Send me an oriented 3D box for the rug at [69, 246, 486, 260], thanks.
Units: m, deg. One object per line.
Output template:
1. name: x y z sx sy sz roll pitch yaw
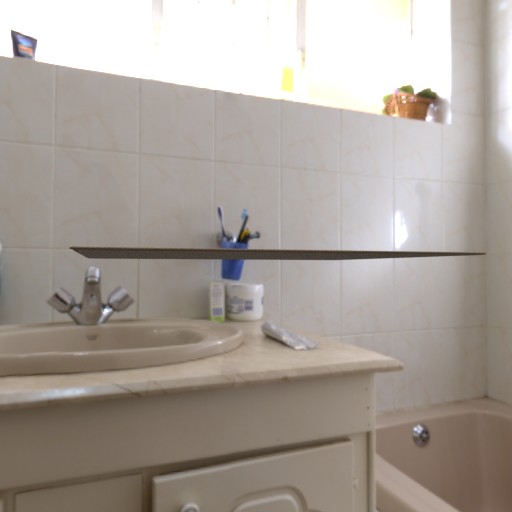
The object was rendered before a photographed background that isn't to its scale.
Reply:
1. rug: 0.000 0.000 4.119 3.041 0.020 2.413 1 -2 -19
